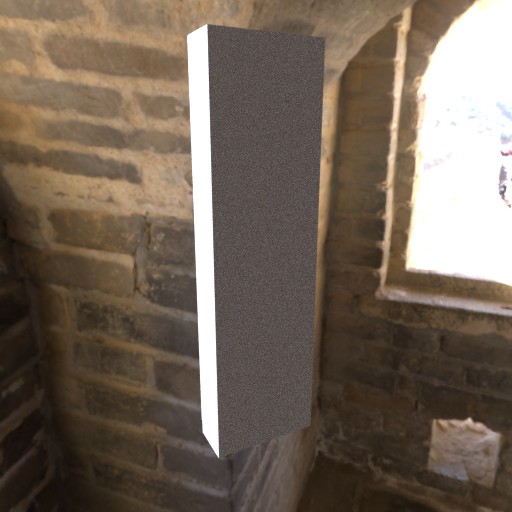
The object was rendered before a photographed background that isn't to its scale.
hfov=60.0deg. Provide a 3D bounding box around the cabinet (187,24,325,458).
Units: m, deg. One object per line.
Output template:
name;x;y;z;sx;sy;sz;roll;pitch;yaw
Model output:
cabinet;0.000;0.000;1.986;0.500;1.790;0.230;-8;18;-26
